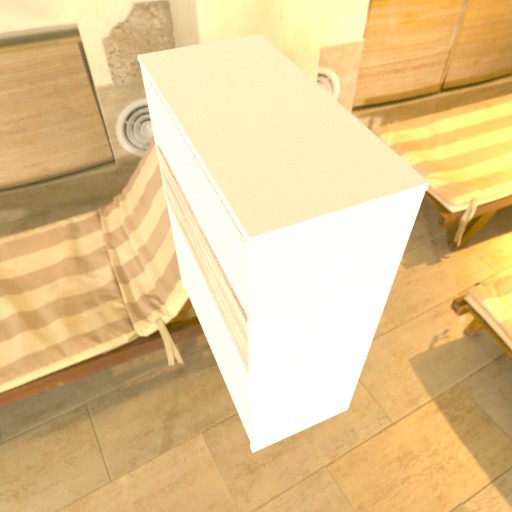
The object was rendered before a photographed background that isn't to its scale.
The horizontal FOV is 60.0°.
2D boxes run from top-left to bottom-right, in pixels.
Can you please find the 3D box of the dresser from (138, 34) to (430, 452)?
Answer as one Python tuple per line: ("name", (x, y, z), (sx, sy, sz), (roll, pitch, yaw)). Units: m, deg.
("dresser", (0.000, 0.000, 1.432), (0.380, 1.040, 0.800), (-18, 50, -16))
